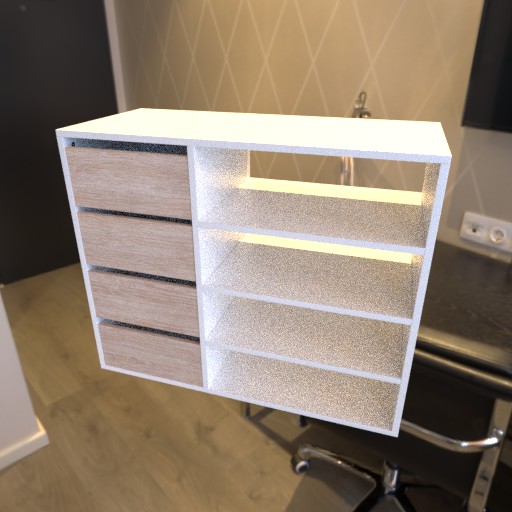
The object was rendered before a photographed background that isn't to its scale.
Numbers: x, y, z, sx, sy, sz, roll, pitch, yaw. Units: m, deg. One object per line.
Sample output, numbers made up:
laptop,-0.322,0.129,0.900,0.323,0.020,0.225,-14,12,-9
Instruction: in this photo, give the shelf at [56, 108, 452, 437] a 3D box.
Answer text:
shelf,0.000,0.000,1.281,0.895,0.732,0.396,8,27,16
